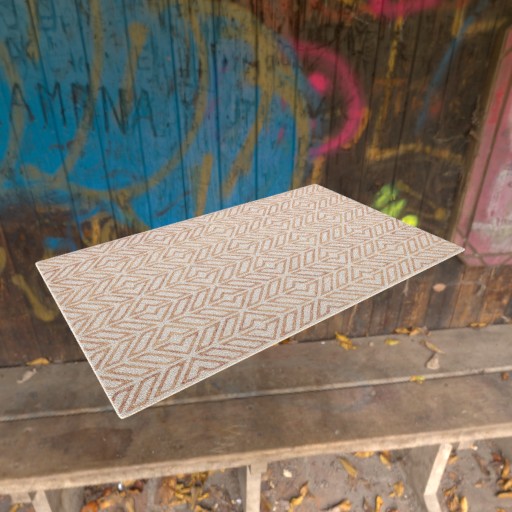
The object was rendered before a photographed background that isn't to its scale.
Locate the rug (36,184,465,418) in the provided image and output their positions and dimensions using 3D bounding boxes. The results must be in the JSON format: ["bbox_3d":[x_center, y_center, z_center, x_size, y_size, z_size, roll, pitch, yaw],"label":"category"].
[{"bbox_3d":[0.000,0.000,2.950,2.438,0.008,1.523,-20,36,-30],"label":"rug"}]
